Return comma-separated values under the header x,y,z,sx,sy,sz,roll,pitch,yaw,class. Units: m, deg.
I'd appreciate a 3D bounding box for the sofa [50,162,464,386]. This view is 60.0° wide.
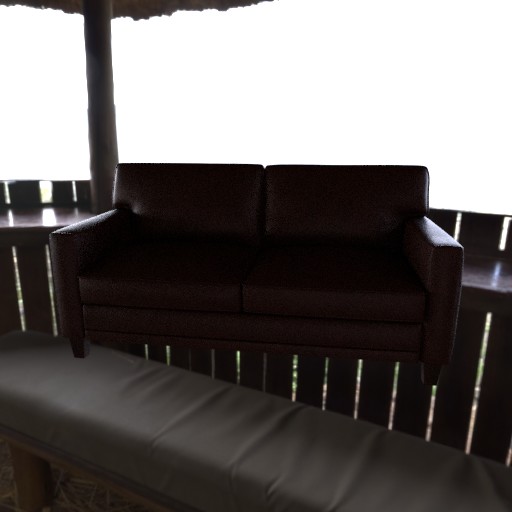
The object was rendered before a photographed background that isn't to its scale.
x,y,z,sx,sy,sz,roll,pitch,yaw,class
0.000,0.000,2.342,1.876,0.928,0.912,2,15,8,sofa
